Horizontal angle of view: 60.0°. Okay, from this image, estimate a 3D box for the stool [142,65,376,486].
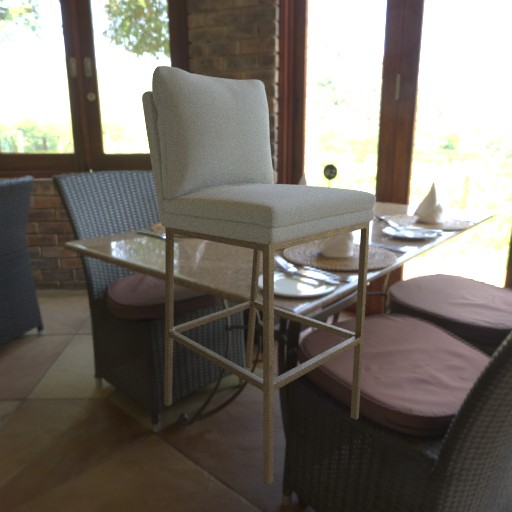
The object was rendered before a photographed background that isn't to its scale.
[{"bbox_3d":[0.000,0.000,1.411,0.463,1.125,0.572,-14,20,-43],"label":"stool"}]
